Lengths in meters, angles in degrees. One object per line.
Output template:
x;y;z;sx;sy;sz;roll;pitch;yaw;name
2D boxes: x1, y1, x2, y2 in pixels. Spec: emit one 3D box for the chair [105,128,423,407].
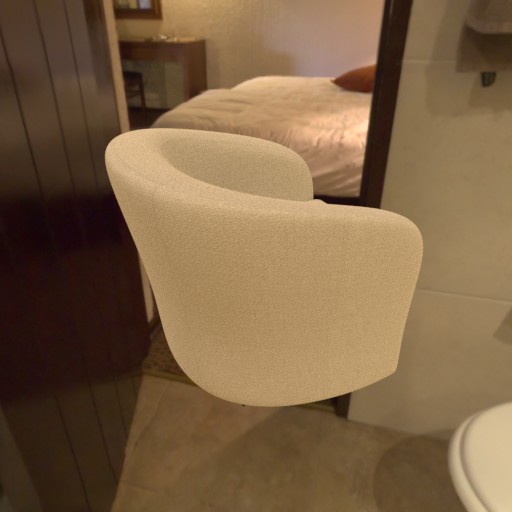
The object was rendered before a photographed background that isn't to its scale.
0.000;0.000;1.424;0.815;0.771;0.791;-12;32;-19;chair
